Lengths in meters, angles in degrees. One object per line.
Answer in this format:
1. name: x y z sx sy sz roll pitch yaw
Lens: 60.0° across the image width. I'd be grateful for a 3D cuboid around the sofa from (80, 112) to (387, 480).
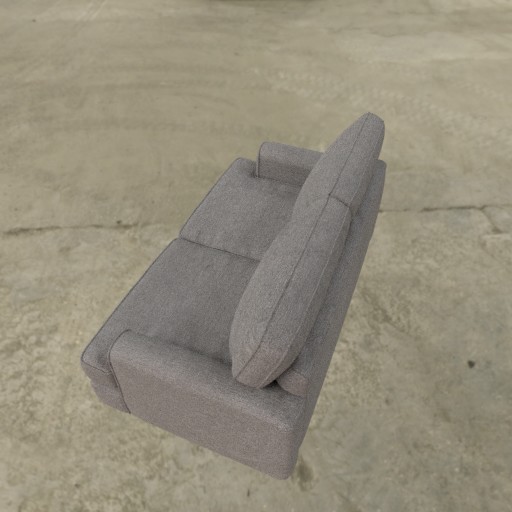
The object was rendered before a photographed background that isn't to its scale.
1. sofa: 0.000 0.000 2.182 0.965 0.965 1.651 16 48 16
